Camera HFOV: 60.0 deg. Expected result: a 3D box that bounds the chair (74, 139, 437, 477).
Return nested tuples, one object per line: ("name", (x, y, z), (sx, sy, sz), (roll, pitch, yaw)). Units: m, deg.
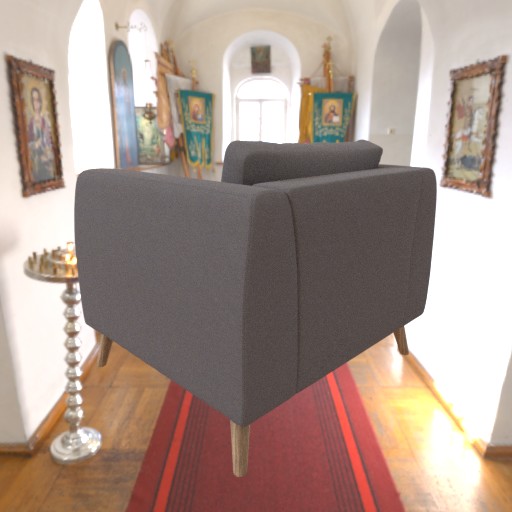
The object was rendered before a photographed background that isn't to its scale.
("chair", (0.000, 0.000, 1.660), (0.930, 0.860, 1.000), (16, 22, 43))
